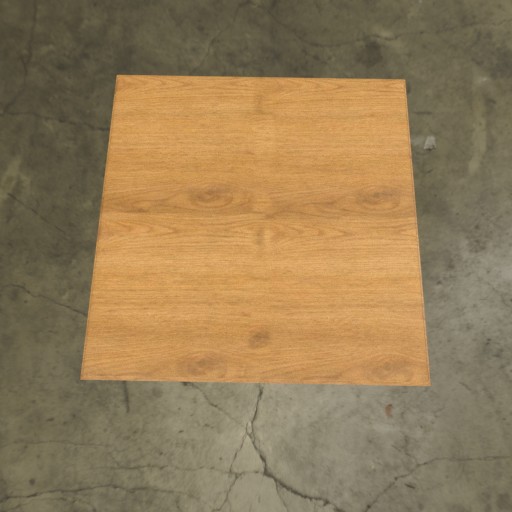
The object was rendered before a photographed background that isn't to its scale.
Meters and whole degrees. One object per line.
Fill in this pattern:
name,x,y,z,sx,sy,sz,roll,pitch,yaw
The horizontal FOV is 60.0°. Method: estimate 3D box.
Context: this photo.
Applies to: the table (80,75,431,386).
table,0.000,0.000,1.127,0.612,0.593,0.616,1,74,0
